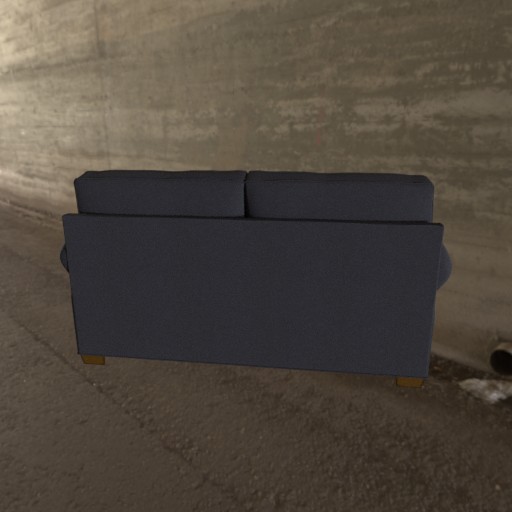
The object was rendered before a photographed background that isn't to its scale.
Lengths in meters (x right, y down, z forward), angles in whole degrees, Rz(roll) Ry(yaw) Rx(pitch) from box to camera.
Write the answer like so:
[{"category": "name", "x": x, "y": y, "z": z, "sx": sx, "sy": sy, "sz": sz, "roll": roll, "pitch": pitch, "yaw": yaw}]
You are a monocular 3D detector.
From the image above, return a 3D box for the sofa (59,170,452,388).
[{"category": "sofa", "x": 0.000, "y": 0.000, "z": 2.571, "sx": 2.009, "sy": 1.031, "sz": 0.951, "roll": 2, "pitch": 16, "yaw": 7}]
